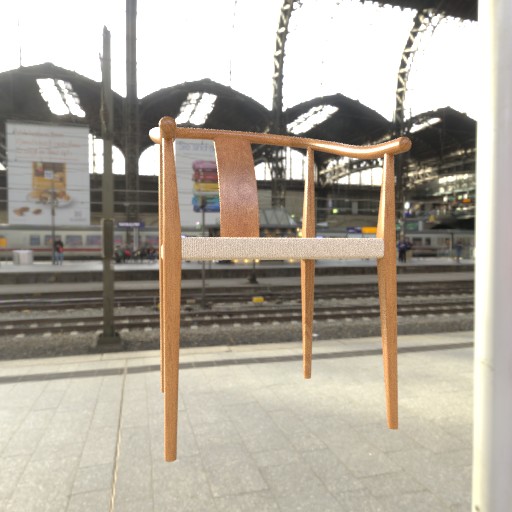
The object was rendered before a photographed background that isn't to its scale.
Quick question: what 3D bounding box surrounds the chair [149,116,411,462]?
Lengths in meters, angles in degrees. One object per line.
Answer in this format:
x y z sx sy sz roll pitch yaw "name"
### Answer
0.000 0.000 1.189 0.556 0.800 0.579 0 1 -17 "chair"
